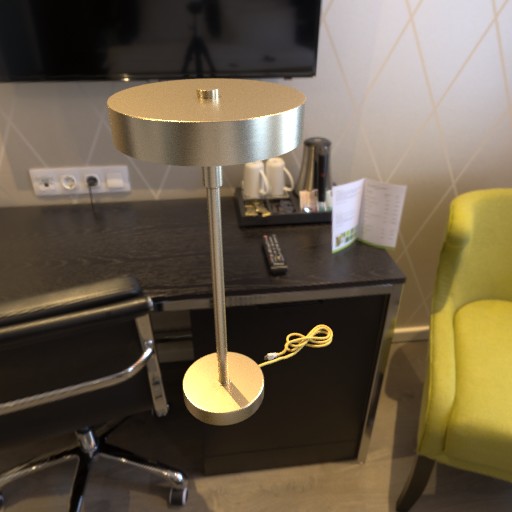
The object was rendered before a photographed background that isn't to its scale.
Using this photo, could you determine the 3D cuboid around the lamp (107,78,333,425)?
[{"bbox_3d":[0.000,0.000,0.683,0.369,0.508,0.229,-22,38,-31],"label":"lamp"}]
